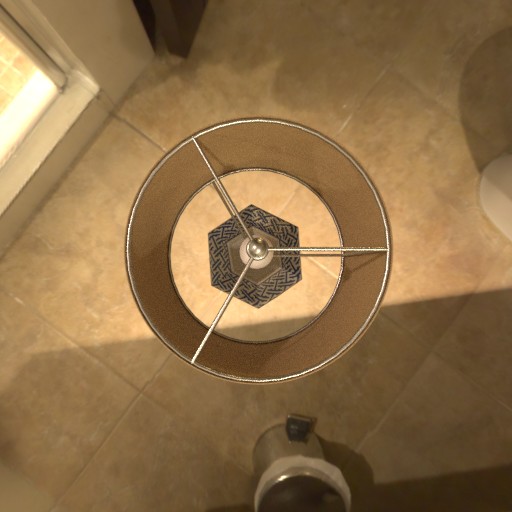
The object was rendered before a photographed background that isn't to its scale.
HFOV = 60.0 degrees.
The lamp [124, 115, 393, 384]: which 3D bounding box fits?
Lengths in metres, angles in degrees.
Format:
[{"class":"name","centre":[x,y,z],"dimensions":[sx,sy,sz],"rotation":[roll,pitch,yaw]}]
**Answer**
[{"class":"lamp","centre":[0.000,0.000,0.845],"dimensions":[0.320,0.682,0.320],"rotation":[0,88,-1]}]
